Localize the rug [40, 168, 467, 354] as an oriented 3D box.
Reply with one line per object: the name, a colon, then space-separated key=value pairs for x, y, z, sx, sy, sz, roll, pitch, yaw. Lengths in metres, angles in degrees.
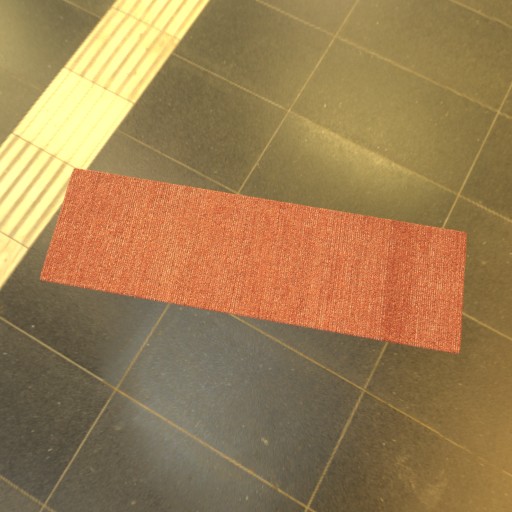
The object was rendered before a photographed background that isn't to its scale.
rug: x=0.000 y=0.000 z=2.478 sx=2.307 sy=0.012 sz=0.687 roll=10 pitch=75 yaw=3
